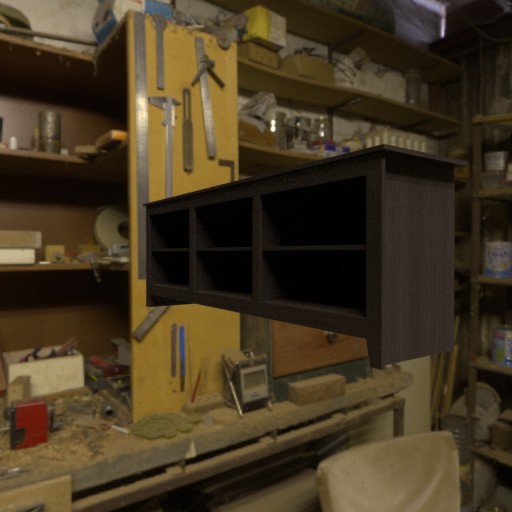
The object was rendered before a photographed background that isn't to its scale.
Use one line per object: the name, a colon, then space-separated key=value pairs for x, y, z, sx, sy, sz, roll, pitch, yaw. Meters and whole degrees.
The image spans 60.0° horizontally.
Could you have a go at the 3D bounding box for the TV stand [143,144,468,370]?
TV stand: x=0.000 y=0.000 z=2.028 sx=0.406 sy=0.610 sz=1.778 roll=0 pitch=0 yaw=-35
